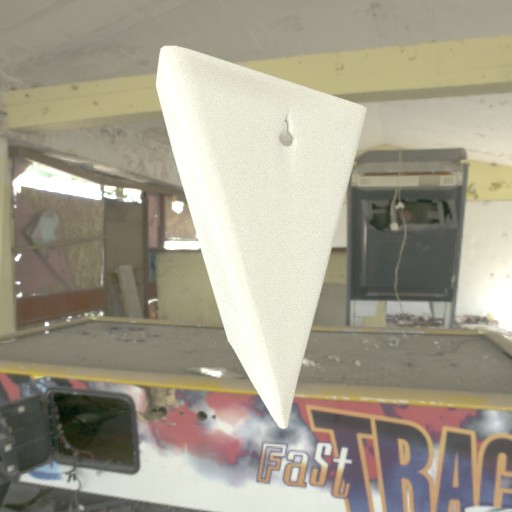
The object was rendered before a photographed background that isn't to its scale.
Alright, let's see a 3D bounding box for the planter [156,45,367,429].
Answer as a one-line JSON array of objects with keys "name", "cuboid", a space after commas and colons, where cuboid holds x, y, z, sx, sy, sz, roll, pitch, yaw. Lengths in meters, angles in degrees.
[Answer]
[{"name": "planter", "cuboid": [0.000, 0.000, 0.273, 0.150, 0.197, 0.060, 0, 0, -38]}]
